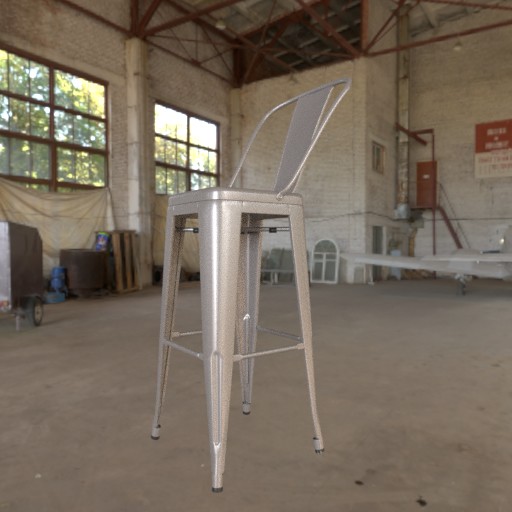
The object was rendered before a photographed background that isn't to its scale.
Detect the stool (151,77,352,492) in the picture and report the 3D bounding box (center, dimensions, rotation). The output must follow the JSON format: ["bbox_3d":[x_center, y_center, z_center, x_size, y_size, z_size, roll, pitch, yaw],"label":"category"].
[{"bbox_3d":[0.000,0.000,1.315,0.513,1.096,0.399,-1,2,-36],"label":"stool"}]
